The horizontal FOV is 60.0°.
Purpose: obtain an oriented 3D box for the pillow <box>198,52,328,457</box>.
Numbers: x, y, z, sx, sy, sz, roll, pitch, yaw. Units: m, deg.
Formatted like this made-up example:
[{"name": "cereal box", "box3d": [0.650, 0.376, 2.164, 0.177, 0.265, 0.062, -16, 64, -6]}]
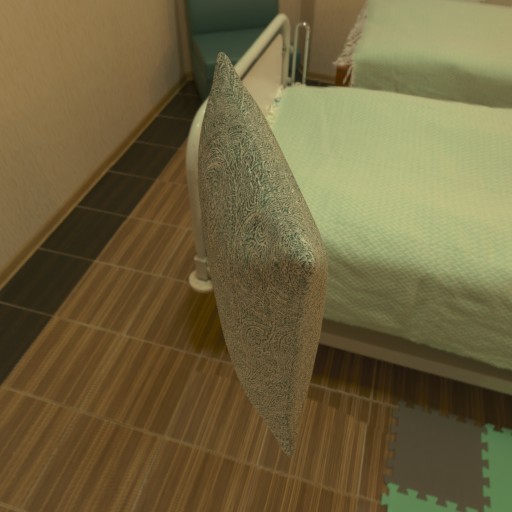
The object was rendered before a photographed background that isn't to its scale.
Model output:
[{"name": "pillow", "box3d": [0.000, 0.000, 0.784, 0.166, 0.507, 0.526, -9, 47, -9]}]
